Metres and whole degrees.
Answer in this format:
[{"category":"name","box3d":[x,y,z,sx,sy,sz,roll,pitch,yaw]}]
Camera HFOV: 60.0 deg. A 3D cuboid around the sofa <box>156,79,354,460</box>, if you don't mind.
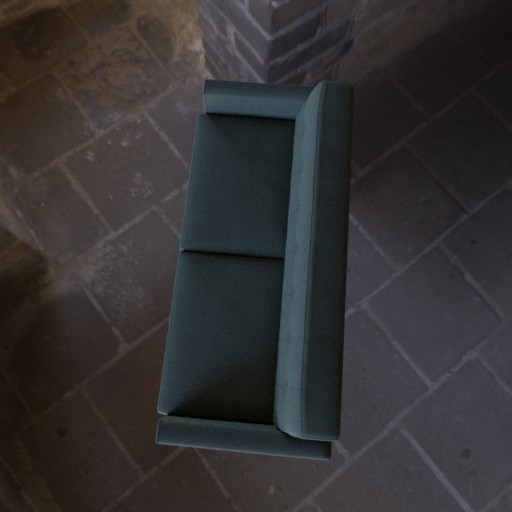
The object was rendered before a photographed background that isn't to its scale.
[{"category":"sofa","box3d":[0.000,0.000,2.519,0.909,0.841,2.029,5,76,1]}]
